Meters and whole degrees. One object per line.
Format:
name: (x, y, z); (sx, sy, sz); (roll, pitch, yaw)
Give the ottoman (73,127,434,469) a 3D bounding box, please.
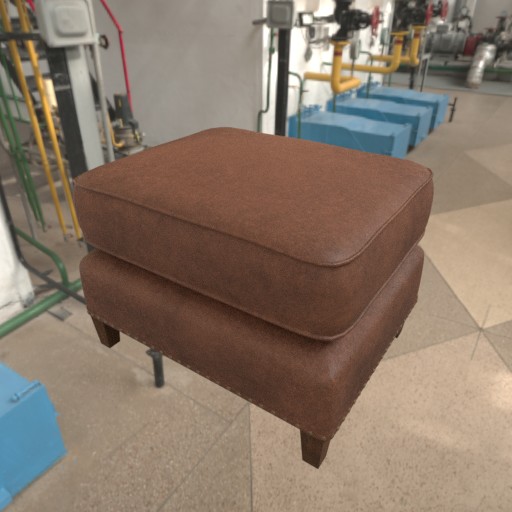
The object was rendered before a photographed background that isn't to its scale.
ottoman: (0.000, 0.000, 1.153); (0.738, 0.537, 0.589); (19, 36, 29)
